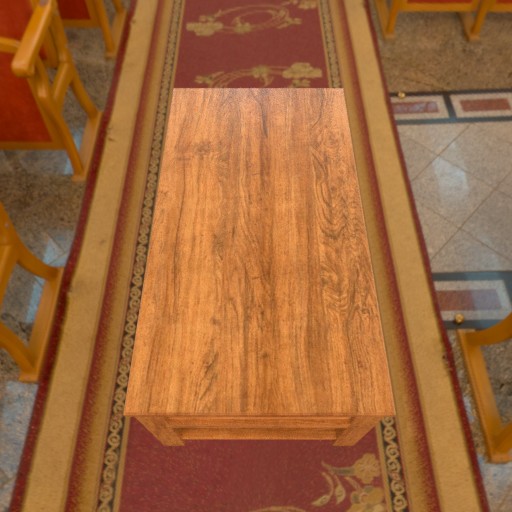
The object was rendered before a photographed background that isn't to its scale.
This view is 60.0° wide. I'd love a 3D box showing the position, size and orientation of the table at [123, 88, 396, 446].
[{"bbox_3d":[0.000,0.000,1.511,0.635,0.480,1.150,0,58,0],"label":"table"}]
